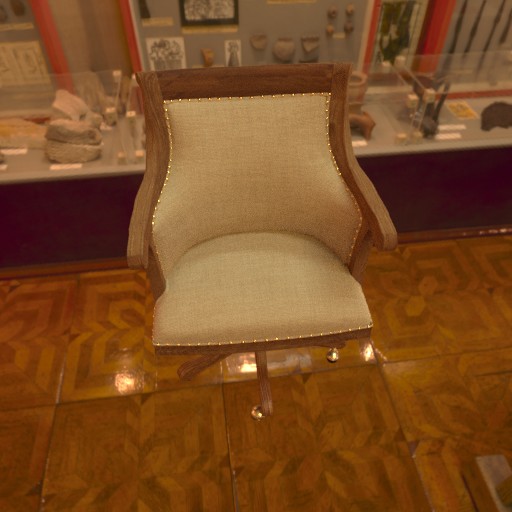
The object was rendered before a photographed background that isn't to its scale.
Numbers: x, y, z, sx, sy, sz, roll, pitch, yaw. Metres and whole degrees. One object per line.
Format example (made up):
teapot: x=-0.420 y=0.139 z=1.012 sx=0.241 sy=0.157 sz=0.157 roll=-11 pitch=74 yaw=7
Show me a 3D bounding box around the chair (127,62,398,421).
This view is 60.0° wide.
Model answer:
chair: x=0.000 y=0.000 z=1.391 sx=0.656 sy=0.965 sz=0.689 roll=-4 pitch=47 yaw=-4
